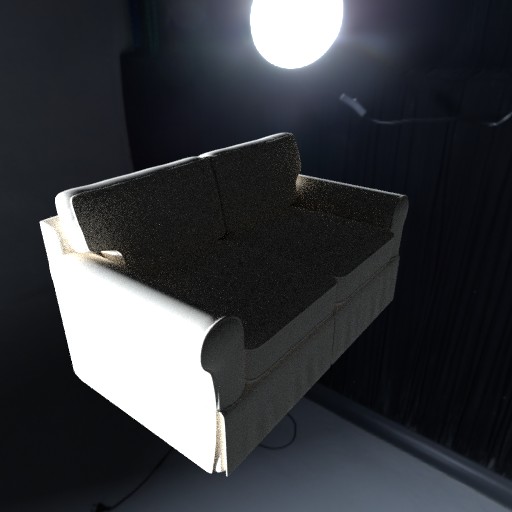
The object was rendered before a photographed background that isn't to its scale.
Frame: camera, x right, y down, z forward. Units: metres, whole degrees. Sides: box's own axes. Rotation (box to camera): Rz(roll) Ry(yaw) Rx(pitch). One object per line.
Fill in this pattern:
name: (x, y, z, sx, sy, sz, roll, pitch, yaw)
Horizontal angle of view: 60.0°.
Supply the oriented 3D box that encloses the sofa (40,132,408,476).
sofa: (0.000, 0.000, 2.259, 0.991, 0.940, 1.727, 19, 32, 33)
